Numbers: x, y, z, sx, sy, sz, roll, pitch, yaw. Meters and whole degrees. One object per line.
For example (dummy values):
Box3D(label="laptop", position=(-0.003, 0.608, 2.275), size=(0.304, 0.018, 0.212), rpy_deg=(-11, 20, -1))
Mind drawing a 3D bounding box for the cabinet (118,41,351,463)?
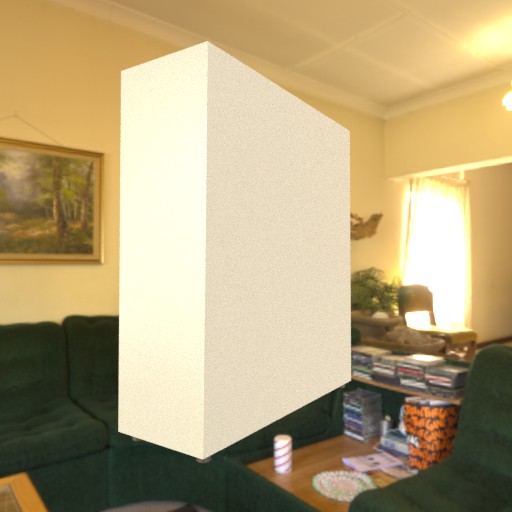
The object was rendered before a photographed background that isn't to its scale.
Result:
Box3D(label="cabinet", position=(0.000, 0.000, 1.688), size=(0.348, 1.150, 0.990), rpy_deg=(-1, -2, 35))
